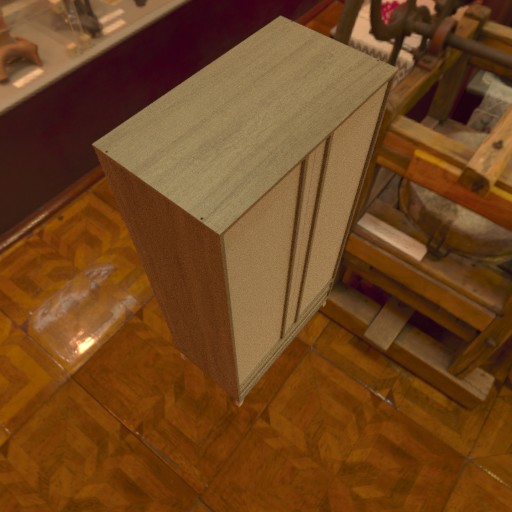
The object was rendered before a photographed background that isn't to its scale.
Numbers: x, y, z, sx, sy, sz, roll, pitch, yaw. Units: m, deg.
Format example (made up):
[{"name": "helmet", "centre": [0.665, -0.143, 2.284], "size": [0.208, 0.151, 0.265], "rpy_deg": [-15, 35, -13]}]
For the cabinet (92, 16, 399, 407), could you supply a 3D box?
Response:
[{"name": "cabinet", "centre": [0.000, 0.000, 2.413], "size": [0.571, 1.999, 1.006], "rpy_deg": [35, 64, 20]}]
